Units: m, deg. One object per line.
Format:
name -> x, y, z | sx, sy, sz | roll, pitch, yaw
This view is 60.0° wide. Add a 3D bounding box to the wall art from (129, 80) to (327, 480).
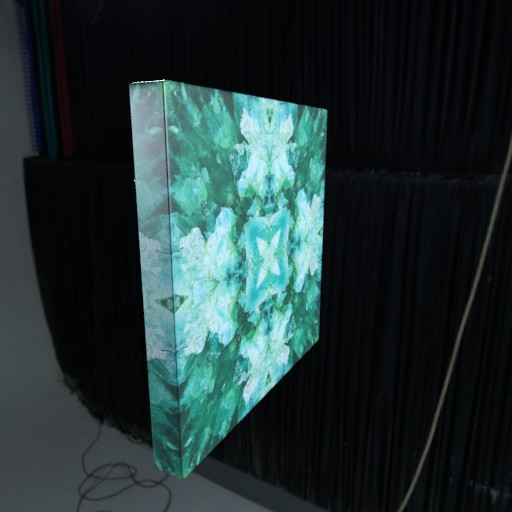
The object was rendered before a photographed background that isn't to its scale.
wall art -> 0.000, 0.000, 0.470 | 0.033, 0.313, 0.313 | 8, 16, 28
